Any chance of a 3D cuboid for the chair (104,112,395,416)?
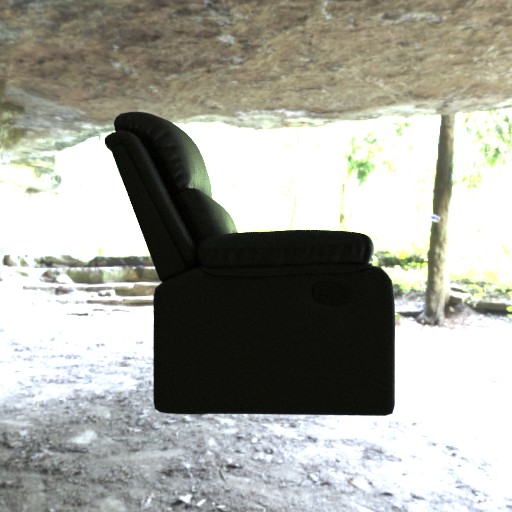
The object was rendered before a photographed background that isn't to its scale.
[{"bbox_3d":[0.000,0.000,1.674,0.919,0.992,0.855,0,1,2],"label":"chair"}]
